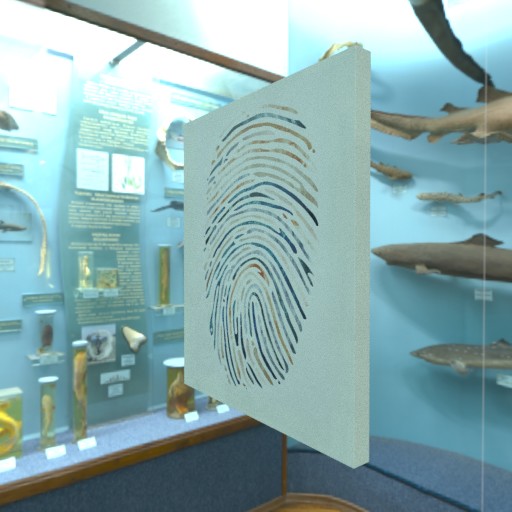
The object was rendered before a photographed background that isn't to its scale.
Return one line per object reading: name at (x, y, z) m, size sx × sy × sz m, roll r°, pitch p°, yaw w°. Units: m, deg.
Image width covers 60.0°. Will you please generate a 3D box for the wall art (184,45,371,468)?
wall art at (0.000, 0.000, 0.845) m, size 0.037 × 0.606 × 0.508 m, roll -1°, pitch 1°, yaw -38°
